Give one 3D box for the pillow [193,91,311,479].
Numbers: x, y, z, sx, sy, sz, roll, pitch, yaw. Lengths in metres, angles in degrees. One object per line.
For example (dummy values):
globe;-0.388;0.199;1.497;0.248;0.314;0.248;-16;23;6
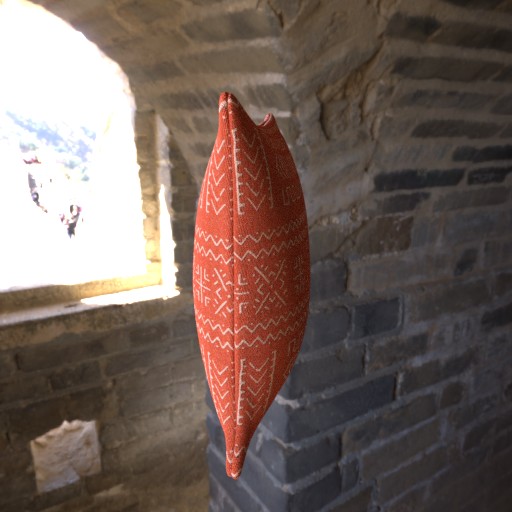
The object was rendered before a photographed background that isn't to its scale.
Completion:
pillow;0.000;0.000;0.661;0.164;0.429;0.438;2;15;7
